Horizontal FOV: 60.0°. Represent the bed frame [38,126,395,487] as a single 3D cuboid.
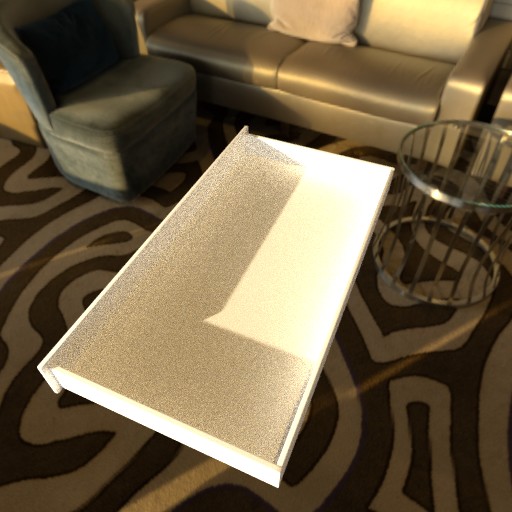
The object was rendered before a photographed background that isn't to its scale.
[{"bbox_3d":[0.000,0.000,1.514,0.670,0.141,1.300,18,49,16],"label":"bed frame"}]
